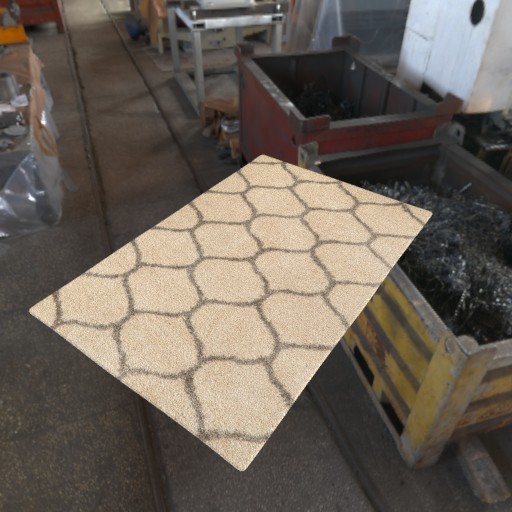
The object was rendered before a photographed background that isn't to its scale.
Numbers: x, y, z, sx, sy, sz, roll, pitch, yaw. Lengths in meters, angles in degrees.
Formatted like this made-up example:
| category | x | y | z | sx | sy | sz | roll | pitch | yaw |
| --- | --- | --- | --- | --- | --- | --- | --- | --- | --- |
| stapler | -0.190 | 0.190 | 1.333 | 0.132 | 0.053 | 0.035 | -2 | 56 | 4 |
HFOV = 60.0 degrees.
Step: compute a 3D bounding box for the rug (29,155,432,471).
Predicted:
| category | x | y | z | sx | sy | sz | roll | pitch | yaw |
| --- | --- | --- | --- | --- | --- | --- | --- | --- | --- |
| rug | 0.000 | 0.000 | 3.379 | 1.801 | 0.026 | 2.701 | 25 | 46 | 27 |
